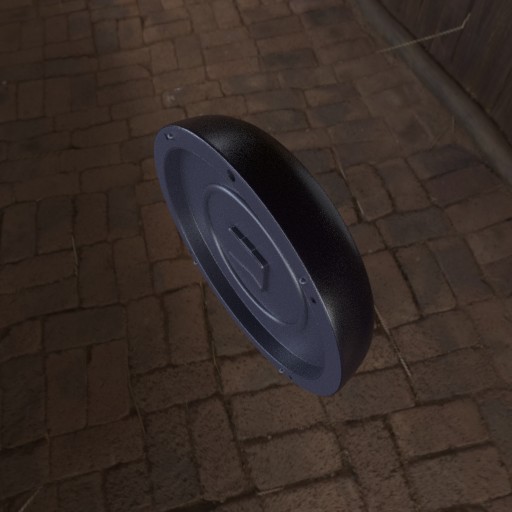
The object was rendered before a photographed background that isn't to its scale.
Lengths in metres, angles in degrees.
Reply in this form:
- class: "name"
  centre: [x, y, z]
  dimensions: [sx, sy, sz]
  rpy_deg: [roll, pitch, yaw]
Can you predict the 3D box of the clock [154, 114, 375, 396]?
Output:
- class: "clock"
  centre: [0.000, 0.000, 0.450]
  dimensions: [0.060, 0.300, 0.300]
  rpy_deg: [-33, 63, -19]
